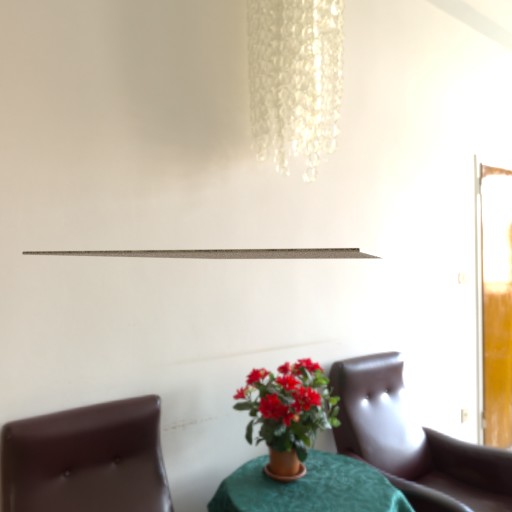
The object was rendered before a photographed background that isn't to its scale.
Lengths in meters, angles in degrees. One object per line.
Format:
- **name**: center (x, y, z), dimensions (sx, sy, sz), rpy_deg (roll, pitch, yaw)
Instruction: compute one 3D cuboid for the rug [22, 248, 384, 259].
- **rug**: center (0.000, 0.000, 2.888), dimensions (1.521, 0.015, 2.280), rpy_deg (0, -1, 18)
